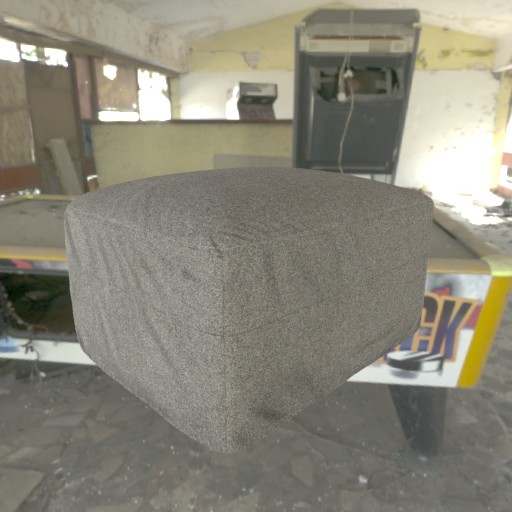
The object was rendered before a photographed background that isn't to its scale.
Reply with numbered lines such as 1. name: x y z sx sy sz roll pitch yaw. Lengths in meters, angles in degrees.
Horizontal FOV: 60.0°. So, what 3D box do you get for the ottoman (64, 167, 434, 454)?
1. ottoman: 0.000 0.000 1.239 0.837 0.481 0.683 -15 22 -43
